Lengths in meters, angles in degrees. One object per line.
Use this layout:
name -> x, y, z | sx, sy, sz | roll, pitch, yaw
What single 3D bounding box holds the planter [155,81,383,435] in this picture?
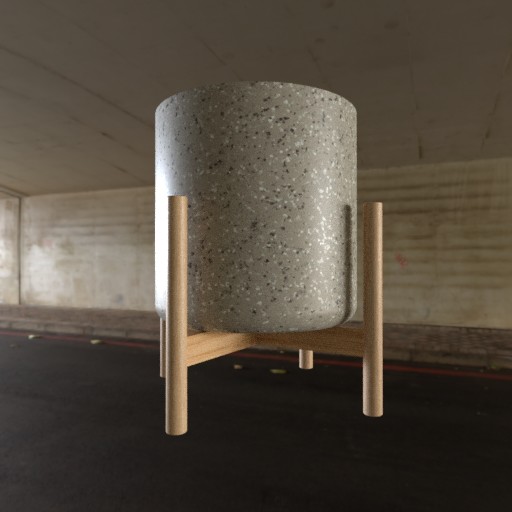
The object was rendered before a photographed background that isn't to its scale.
planter -> 0.000, 0.000, 0.683 | 0.360, 0.419, 0.360 | 0, 0, -36
